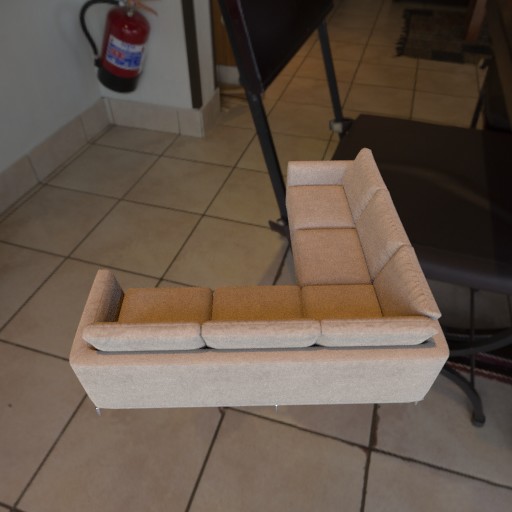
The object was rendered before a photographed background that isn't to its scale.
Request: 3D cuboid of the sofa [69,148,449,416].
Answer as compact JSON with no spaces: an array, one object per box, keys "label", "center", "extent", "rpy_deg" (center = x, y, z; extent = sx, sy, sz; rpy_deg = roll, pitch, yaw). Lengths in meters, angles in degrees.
[{"label":"sofa","center":[0.000,0.000,3.783],"extent":[2.438,0.864,2.438],"rpy_deg":[-1,42,-1]}]
